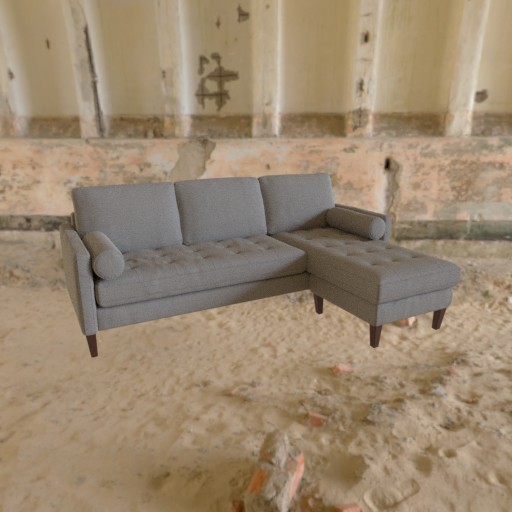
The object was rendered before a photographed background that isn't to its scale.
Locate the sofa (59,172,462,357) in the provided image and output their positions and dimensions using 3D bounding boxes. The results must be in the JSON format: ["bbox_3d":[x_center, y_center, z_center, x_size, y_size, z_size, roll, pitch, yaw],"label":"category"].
[{"bbox_3d":[0.000,0.000,2.836,2.178,0.875,1.506,-8,18,-27],"label":"sofa"}]
